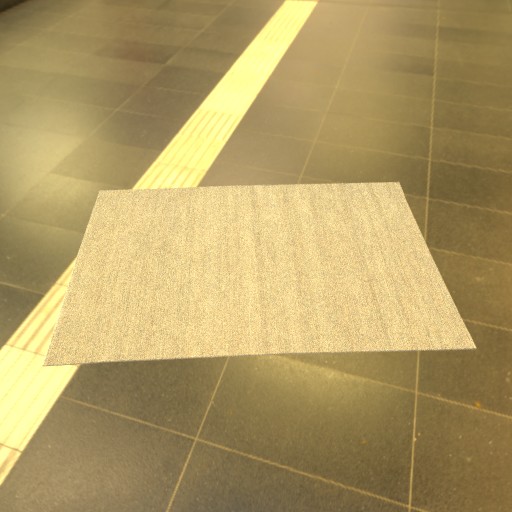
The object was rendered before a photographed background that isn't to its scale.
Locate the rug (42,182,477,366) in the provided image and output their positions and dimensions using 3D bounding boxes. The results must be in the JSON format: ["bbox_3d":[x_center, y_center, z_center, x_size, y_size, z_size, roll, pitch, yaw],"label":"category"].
[{"bbox_3d":[0.000,0.000,2.257,1.820,0.022,1.179,-2,46,-2],"label":"rug"}]
